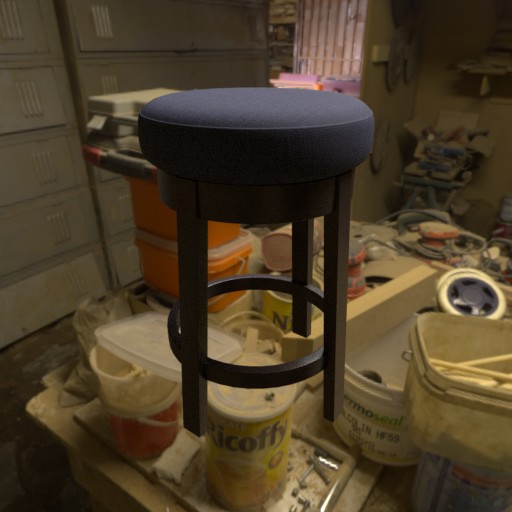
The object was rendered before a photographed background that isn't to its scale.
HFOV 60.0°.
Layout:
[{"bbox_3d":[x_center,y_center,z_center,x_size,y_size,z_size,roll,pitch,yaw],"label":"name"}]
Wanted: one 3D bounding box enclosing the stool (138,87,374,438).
[{"bbox_3d":[0.000,0.000,0.944,0.449,0.655,0.449,0,26,0],"label":"stool"}]
